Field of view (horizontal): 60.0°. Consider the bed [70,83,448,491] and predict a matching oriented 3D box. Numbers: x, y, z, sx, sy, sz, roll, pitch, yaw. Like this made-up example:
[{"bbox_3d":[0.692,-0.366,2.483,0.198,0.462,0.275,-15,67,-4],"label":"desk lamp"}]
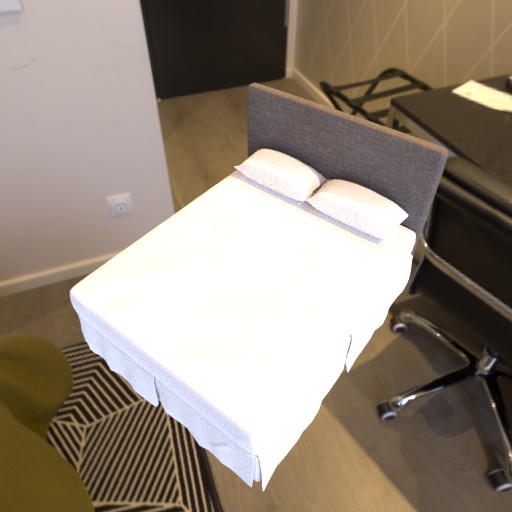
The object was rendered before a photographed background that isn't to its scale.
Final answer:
[{"bbox_3d":[0.000,0.000,3.120,1.723,1.330,2.142,29,52,26],"label":"bed"}]
